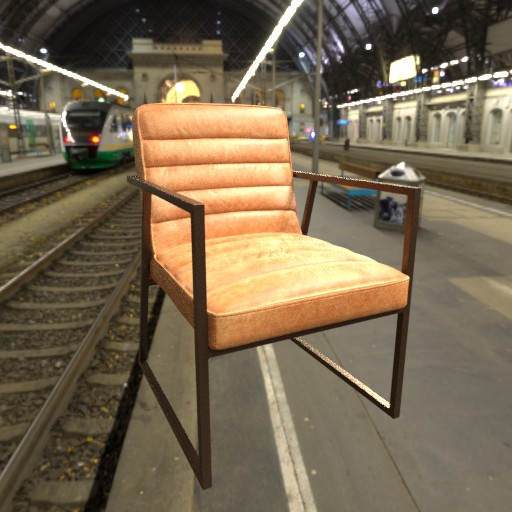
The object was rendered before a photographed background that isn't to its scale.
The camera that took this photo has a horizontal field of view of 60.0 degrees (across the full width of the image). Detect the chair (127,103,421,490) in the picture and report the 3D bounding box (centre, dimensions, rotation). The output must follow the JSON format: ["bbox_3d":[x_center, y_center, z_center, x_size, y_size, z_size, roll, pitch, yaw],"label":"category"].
[{"bbox_3d":[0.000,0.000,1.234,0.571,0.832,0.677,-8,17,-26],"label":"chair"}]
